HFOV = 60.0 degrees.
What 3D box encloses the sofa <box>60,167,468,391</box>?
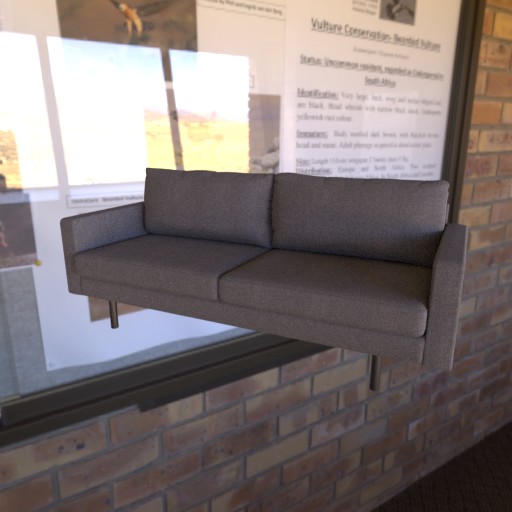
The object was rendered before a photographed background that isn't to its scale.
[{"bbox_3d":[0.000,0.000,2.475,2.100,0.880,0.880,7,17,24],"label":"sofa"}]
